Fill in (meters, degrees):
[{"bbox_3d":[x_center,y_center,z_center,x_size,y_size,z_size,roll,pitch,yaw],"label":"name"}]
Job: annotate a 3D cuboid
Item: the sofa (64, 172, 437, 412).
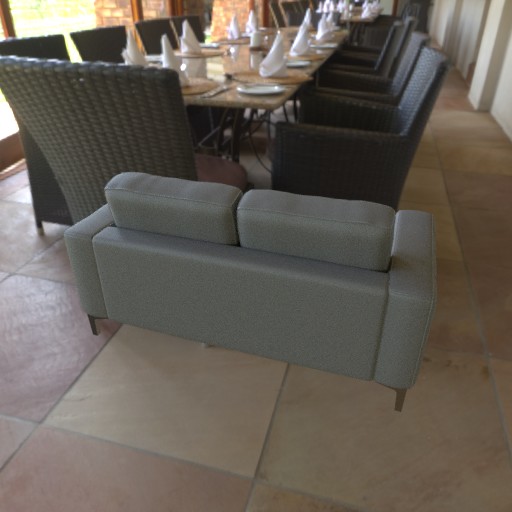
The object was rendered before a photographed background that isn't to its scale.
[{"bbox_3d":[0.000,0.000,2.311,1.726,0.893,0.833,10,32,16],"label":"sofa"}]
